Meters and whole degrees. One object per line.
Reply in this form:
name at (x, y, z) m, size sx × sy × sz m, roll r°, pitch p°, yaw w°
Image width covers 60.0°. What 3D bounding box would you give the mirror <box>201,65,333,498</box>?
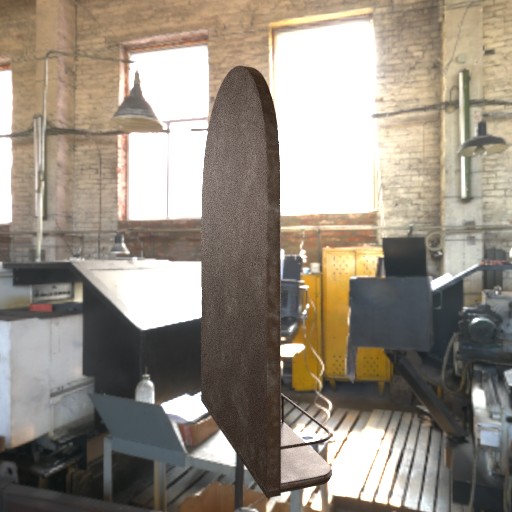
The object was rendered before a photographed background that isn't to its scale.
mirror at (0.000, 0.000, 0.967) m, size 0.137 × 0.770 × 0.510 m, roll 0°, pitch 0°, yaw -19°
